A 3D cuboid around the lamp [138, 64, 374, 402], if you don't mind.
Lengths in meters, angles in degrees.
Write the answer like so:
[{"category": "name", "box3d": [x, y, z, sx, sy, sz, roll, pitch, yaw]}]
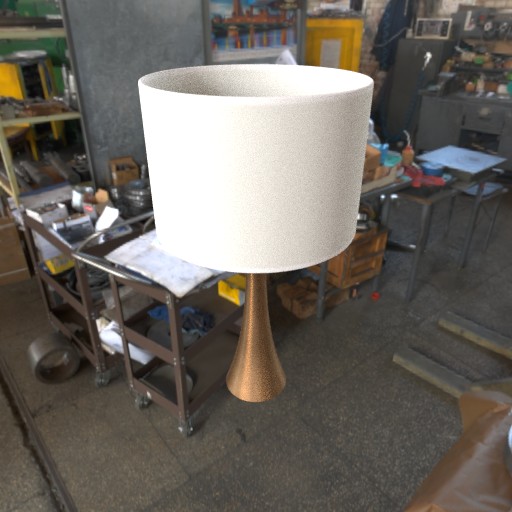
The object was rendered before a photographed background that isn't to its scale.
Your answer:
[{"category": "lamp", "box3d": [0.000, 0.000, 0.634, 0.268, 0.479, 0.268, 9, 30, 15]}]
